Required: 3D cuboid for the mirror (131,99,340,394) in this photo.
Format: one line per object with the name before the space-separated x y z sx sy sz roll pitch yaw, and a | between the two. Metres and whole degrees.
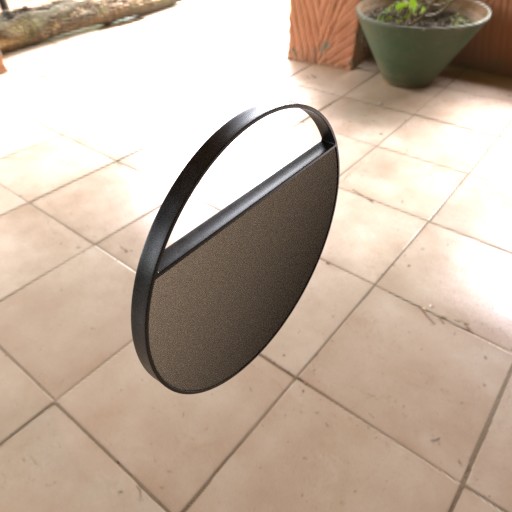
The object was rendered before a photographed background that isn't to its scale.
mirror | 0.000 0.000 0.837 0.032 0.565 0.565 27 48 27
